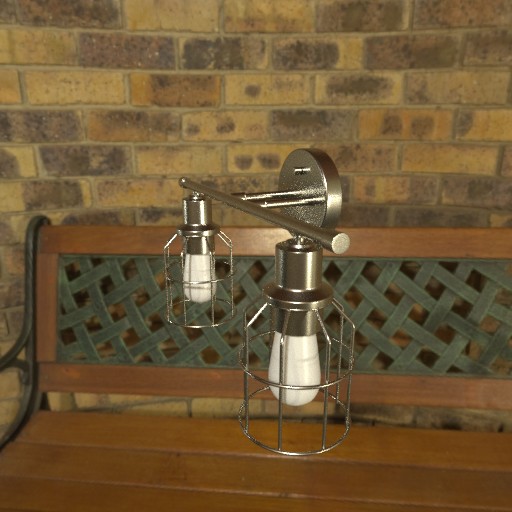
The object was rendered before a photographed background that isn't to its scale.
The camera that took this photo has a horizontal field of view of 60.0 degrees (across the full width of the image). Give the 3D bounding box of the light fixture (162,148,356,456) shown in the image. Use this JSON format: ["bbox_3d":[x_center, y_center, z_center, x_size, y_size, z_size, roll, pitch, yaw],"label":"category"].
[{"bbox_3d":[0.000,0.000,0.544,0.165,0.254,0.406,-8,19,-25],"label":"light fixture"}]
